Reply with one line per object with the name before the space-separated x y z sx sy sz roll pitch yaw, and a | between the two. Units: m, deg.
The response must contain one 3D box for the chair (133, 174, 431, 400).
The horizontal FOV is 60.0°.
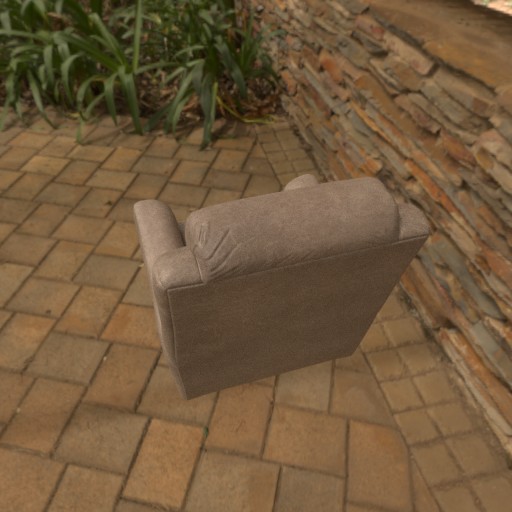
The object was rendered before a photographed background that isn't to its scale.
chair | 0.000 0.000 1.947 0.967 1.116 1.068 -12 42 -13
